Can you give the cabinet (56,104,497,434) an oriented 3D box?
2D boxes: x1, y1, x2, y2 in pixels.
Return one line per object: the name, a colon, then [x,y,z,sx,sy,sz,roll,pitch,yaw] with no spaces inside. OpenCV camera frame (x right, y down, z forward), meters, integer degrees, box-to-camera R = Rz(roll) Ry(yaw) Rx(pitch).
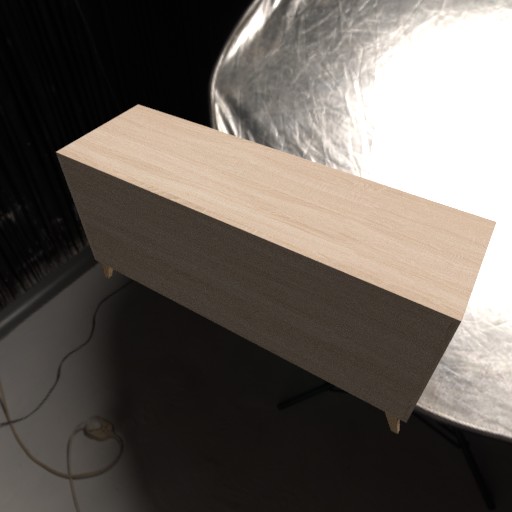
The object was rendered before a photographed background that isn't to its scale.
cabinet: [0.000,0.000,1.962,1.649,0.780,0.500,24,50,22]
